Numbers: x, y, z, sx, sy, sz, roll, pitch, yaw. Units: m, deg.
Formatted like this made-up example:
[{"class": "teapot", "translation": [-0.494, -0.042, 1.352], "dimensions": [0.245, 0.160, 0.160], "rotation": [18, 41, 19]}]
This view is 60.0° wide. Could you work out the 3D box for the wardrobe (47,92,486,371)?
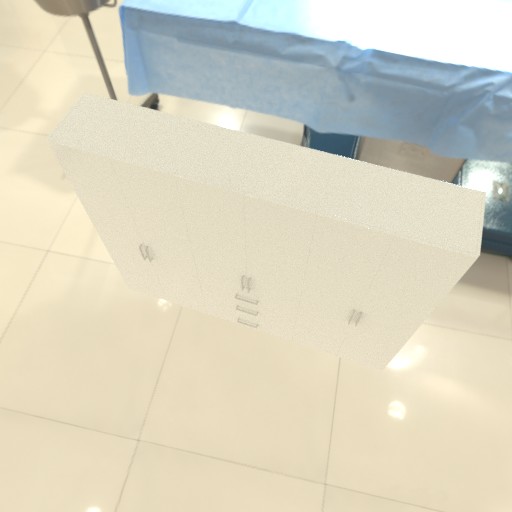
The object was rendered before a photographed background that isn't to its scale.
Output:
[{"class": "wardrobe", "translation": [0.000, 0.000, 4.034], "dimensions": [3.000, 2.360, 0.580], "rotation": [17, 61, 10]}]
